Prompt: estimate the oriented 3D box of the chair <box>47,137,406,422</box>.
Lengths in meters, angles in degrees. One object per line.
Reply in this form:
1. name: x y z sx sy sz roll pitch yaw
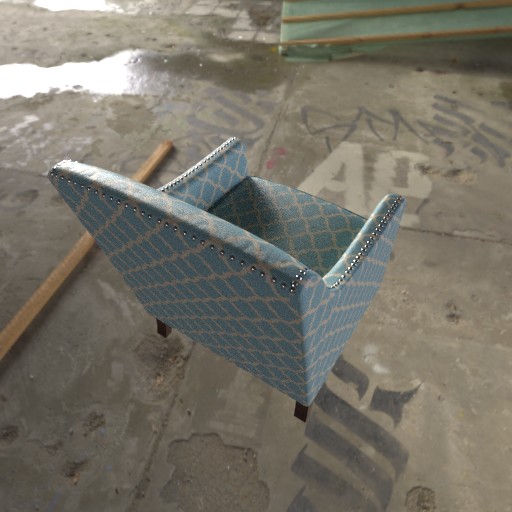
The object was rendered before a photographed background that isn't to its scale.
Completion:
1. chair: 0.000 0.000 1.287 0.617 0.817 0.686 25 51 22
